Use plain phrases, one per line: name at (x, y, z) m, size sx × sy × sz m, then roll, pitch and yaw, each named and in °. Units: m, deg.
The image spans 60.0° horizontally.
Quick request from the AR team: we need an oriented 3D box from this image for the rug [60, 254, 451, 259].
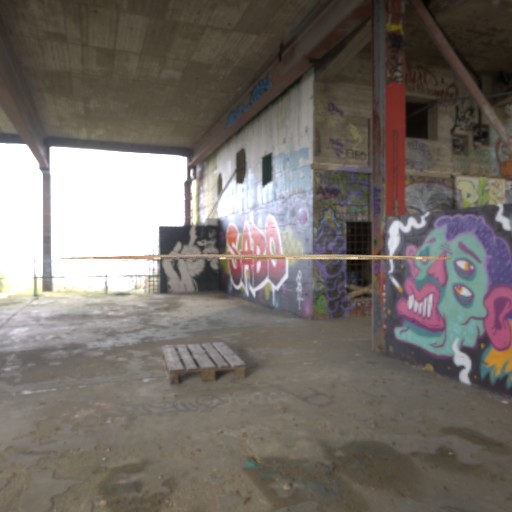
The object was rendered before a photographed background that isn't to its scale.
rug at (0.000, 0.000, 2.291) m, size 1.216 × 0.006 × 1.828 m, roll 0°, pitch 0°, yaw 0°
